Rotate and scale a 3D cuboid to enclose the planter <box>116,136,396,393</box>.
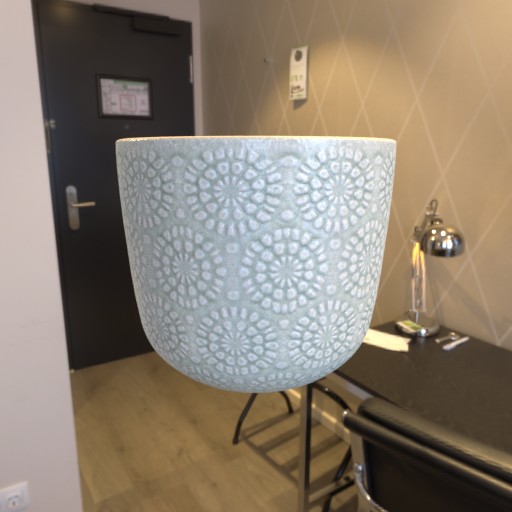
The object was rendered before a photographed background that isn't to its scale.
[{"bbox_3d":[0.000,0.000,0.216,0.124,0.109,0.124,0,13,0],"label":"planter"}]
